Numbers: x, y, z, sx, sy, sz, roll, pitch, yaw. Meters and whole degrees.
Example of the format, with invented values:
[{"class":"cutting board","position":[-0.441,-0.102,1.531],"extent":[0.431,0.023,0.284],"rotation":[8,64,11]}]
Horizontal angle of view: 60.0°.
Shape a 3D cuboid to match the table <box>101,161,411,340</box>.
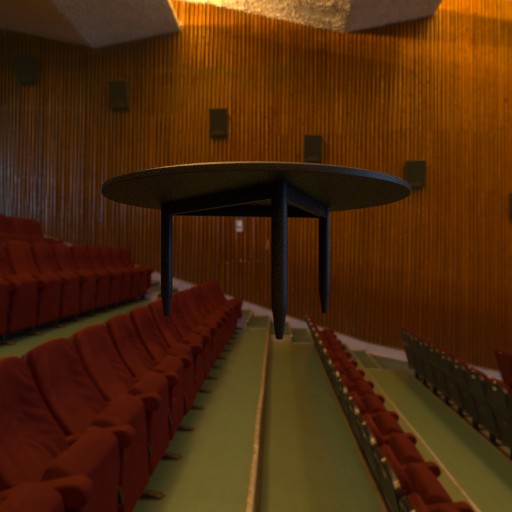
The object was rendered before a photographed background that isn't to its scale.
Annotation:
[{"class":"table","position":[0.000,0.000,1.365],"extent":[0.900,0.400,0.900],"rotation":[0,0,0]}]
